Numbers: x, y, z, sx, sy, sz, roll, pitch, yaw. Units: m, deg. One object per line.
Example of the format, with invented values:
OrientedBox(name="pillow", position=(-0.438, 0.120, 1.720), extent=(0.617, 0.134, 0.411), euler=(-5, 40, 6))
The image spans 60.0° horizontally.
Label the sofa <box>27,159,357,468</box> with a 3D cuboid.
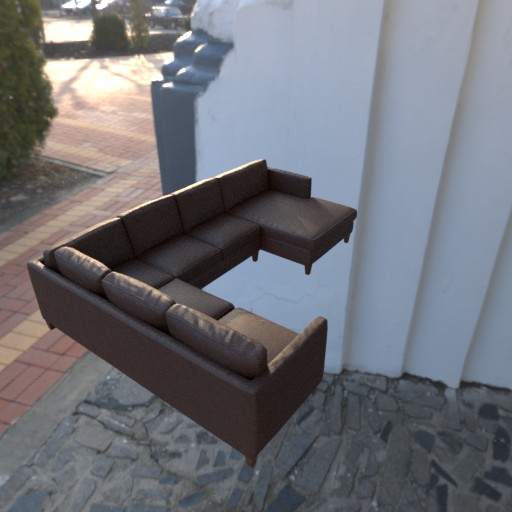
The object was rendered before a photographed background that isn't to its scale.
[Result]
OrientedBox(name="sofa", position=(0.000, 0.000, 4.578), extent=(2.593, 0.923, 3.460), euler=(20, 36, 31))
